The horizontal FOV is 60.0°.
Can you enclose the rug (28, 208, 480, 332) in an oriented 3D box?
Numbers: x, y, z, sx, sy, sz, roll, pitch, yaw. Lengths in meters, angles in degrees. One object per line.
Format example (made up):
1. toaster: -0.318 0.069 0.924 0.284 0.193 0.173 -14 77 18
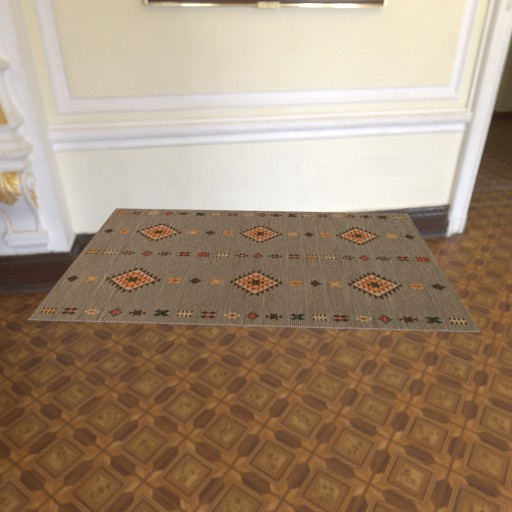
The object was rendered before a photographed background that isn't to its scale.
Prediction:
1. rug: 0.000 0.000 3.034 2.427 0.007 1.515 1 30 2
